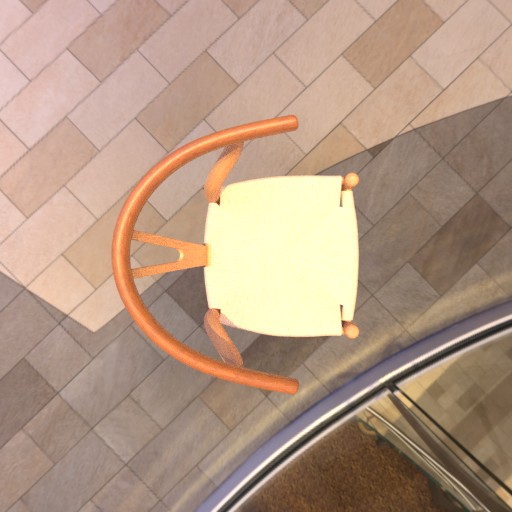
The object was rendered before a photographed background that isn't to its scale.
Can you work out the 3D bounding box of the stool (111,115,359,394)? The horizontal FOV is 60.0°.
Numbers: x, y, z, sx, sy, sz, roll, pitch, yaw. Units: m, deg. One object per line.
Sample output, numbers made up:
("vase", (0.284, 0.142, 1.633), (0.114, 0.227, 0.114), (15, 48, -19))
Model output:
("stool", (0.000, 0.000, 1.374), (0.561, 1.068, 0.574), (0, 90, 0))
